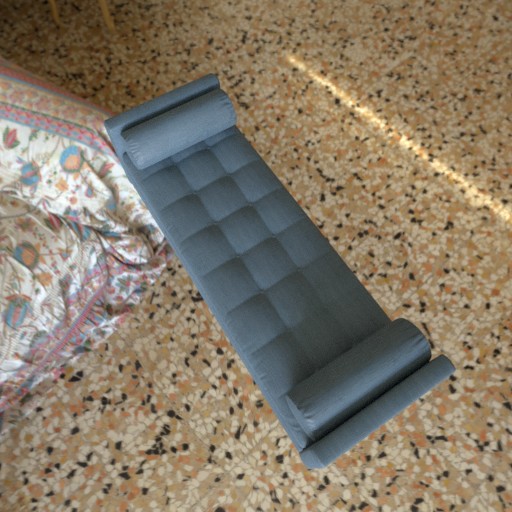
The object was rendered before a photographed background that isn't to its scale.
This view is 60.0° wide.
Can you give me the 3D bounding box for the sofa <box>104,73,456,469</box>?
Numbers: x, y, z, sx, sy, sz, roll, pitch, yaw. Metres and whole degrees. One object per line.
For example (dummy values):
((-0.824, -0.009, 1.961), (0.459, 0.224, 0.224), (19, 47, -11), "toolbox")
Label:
((0.000, 0.000, 2.340), (0.686, 0.635, 1.981), (-30, 68, -13), "sofa")
